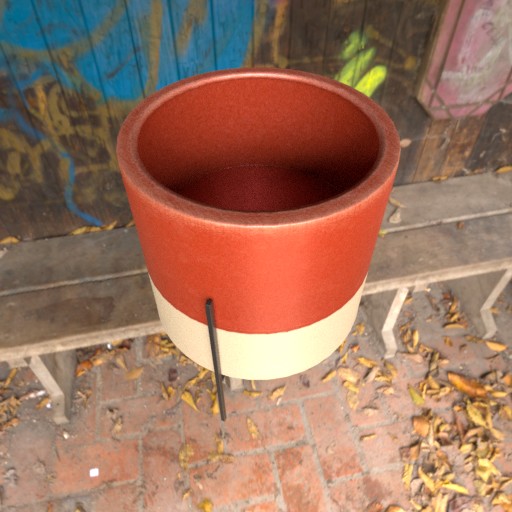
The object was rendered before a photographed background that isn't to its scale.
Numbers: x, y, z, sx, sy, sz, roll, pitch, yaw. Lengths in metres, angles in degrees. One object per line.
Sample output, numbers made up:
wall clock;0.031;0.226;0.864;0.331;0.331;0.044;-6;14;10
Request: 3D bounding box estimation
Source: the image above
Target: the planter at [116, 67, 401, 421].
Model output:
planter;0.000;0.000;0.714;0.345;0.465;0.354;-32;55;-26
